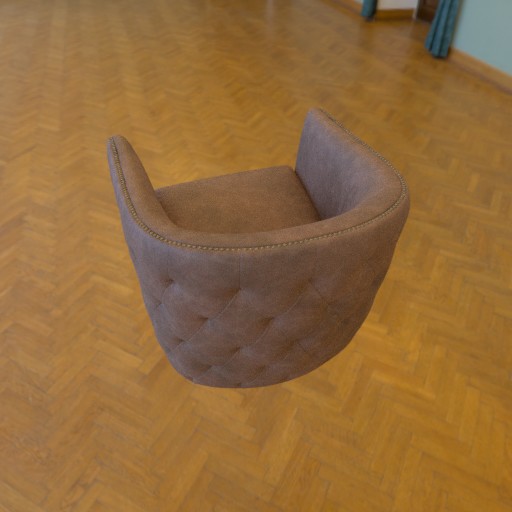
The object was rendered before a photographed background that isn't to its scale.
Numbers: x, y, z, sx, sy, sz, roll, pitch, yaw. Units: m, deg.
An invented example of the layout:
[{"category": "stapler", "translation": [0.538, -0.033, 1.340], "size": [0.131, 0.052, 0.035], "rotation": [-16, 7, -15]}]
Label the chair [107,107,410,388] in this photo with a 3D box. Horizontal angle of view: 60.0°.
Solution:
[{"category": "chair", "translation": [0.000, 0.000, 1.551], "size": [0.850, 0.790, 0.870], "rotation": [-12, 43, -14]}]
